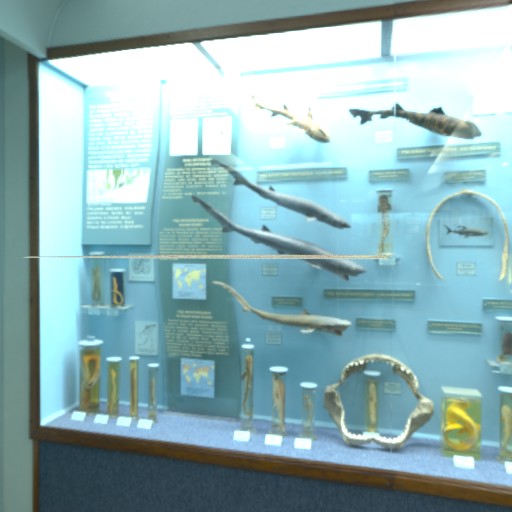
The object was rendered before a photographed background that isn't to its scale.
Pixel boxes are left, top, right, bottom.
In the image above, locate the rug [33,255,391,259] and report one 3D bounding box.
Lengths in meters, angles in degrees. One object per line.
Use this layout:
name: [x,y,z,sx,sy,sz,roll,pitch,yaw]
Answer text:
rug: [0.000,0.000,4.227,2.451,0.008,3.143,0,0,17]
